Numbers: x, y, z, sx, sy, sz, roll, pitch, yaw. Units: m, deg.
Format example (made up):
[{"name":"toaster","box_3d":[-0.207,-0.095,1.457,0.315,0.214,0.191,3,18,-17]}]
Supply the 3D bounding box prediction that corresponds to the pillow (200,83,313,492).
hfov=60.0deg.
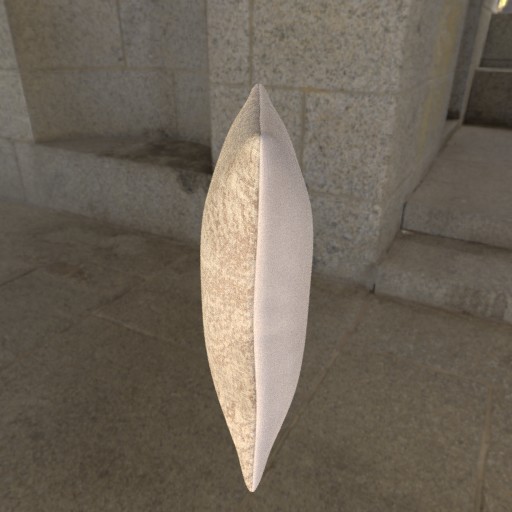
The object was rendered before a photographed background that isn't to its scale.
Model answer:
[{"name":"pillow","box_3d":[0.000,0.000,0.759,0.166,0.510,0.523,0,27,0]}]
